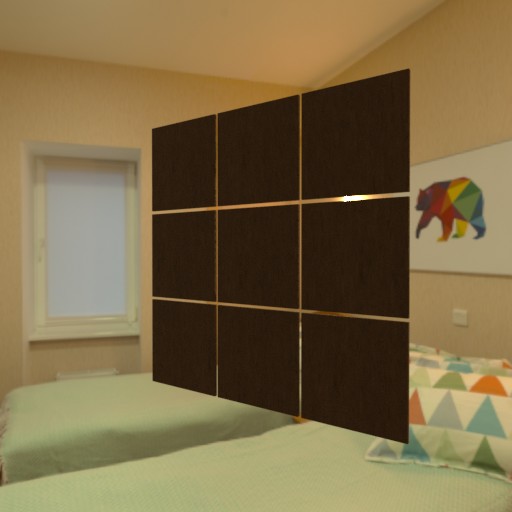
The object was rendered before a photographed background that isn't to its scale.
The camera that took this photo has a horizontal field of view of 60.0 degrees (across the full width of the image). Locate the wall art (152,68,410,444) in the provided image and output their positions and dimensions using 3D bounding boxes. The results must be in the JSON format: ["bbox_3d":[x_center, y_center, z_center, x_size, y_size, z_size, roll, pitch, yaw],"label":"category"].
[{"bbox_3d":[0.000,0.000,1.786,1.215,1.213,0.013,0,1,35],"label":"wall art"}]
